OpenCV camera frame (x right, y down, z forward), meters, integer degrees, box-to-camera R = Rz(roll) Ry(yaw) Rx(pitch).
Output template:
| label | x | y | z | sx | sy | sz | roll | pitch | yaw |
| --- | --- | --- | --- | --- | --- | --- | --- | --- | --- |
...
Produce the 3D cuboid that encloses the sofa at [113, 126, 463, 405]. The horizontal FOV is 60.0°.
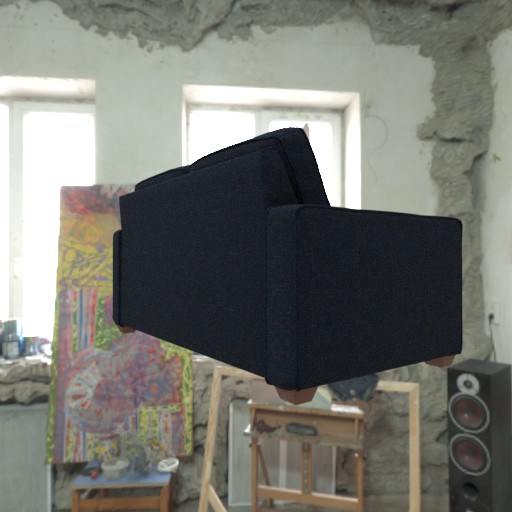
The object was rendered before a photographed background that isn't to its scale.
| label | x | y | z | sx | sy | sz | roll | pitch | yaw |
| --- | --- | --- | --- | --- | --- | --- | --- | --- | --- |
| sofa | 0.000 | 0.000 | 2.255 | 0.947 | 0.918 | 1.709 | 0 | 0 | -36 |
